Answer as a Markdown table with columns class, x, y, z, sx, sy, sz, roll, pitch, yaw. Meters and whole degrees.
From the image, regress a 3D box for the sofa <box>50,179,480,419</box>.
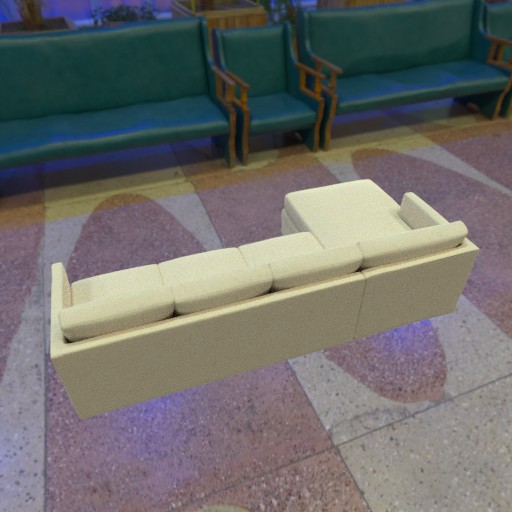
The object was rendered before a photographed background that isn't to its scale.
| class | x | y | z | sx | sy | sz | roll | pitch | yaw |
| --- | --- | --- | --- | --- | --- | --- | --- | --- | --- |
| sofa | 0.000 | 0.000 | 3.828 | 3.205 | 0.922 | 1.650 | -12 | 41 | -15 |
